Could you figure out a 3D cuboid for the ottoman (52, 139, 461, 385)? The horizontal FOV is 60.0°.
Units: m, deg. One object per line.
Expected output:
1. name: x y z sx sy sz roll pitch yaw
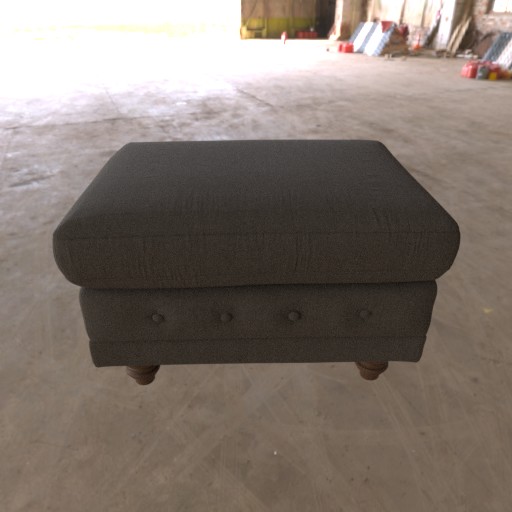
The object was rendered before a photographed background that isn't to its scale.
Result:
1. ottoman: 0.000 0.000 1.139 0.771 0.500 0.569 -1 30 -1
